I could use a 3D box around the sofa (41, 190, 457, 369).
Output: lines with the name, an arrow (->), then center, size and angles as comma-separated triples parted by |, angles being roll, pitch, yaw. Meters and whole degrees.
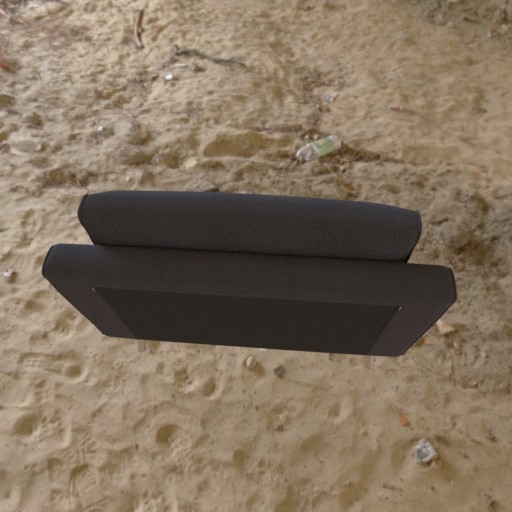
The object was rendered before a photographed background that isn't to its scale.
sofa -> 0.000, 0.000, 1.817 | 1.220, 0.910, 0.910 | 3, 45, 3
